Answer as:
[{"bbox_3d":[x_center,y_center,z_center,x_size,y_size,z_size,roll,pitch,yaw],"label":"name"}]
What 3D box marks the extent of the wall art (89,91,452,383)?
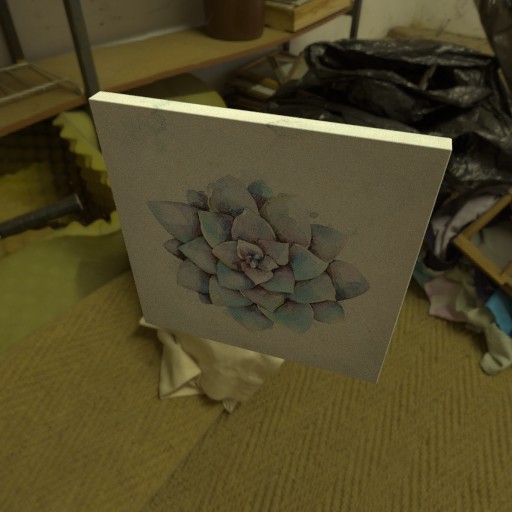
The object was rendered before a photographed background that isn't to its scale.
[{"bbox_3d":[0.000,0.000,0.931,0.612,0.612,0.040,12,43,13],"label":"wall art"}]
